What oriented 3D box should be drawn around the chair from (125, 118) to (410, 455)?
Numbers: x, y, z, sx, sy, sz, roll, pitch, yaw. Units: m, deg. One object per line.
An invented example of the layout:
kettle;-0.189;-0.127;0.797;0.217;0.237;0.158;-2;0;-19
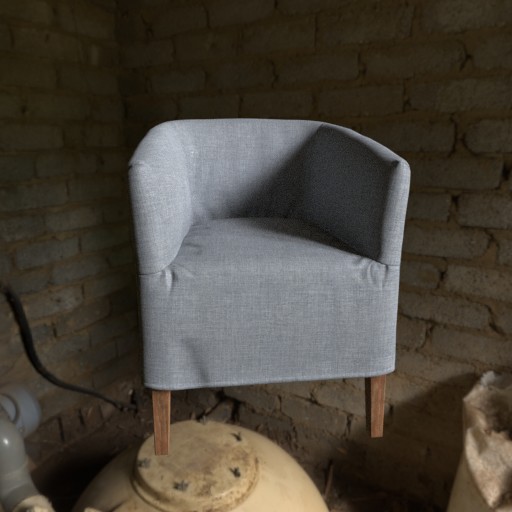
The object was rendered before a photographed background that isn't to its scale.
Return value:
chair;0.000;0.000;1.263;0.600;0.771;0.668;-2;15;-7
